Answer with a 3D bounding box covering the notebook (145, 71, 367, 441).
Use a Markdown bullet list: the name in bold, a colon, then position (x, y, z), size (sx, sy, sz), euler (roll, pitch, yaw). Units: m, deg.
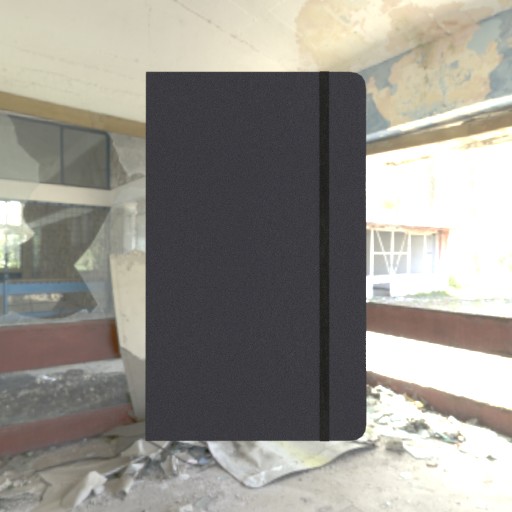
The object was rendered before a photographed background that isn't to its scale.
- **notebook**: position (0.000, 0.000, 0.262), size (0.127, 0.213, 0.016), euler (0, 0, 0)
